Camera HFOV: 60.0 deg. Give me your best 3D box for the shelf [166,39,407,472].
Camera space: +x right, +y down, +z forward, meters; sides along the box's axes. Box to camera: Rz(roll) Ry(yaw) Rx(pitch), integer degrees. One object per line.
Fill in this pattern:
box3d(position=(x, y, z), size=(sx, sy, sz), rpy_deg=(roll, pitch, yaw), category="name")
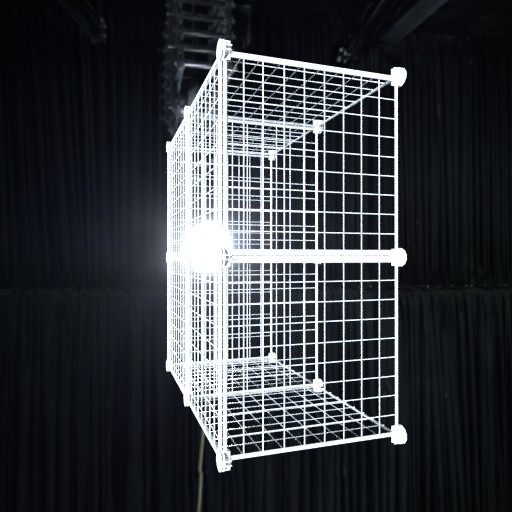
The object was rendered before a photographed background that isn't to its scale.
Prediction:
box3d(position=(0.000, 0.000, 1.108), size=(0.356, 0.711, 0.711), rpy_deg=(0, 0, -18), category="shelf")
